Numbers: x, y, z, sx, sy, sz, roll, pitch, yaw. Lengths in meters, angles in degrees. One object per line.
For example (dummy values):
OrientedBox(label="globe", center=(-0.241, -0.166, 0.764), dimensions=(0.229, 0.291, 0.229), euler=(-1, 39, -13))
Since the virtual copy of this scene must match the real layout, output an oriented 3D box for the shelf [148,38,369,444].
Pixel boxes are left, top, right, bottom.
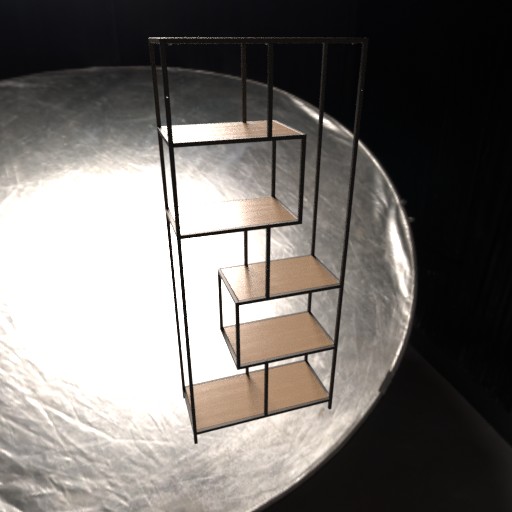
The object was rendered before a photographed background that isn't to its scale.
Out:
OrientedBox(label="shelf", center=(0.000, 0.000, 2.095), dimensions=(0.770, 1.850, 0.350), euler=(-8, 27, -16))
